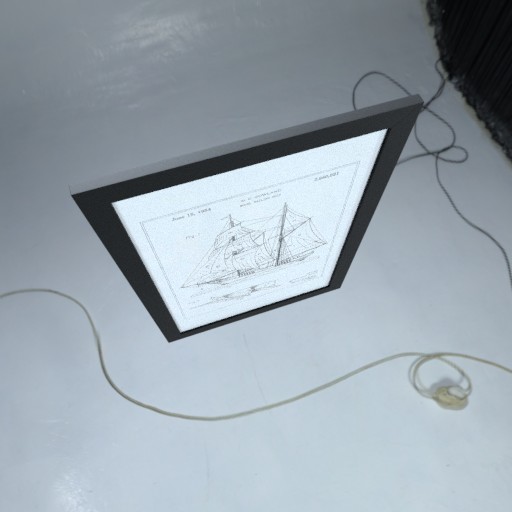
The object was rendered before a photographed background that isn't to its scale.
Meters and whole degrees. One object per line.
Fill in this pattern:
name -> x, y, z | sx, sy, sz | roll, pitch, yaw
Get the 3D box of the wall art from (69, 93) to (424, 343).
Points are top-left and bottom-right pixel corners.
wall art -> 0.000, 0.000, 0.597 | 0.326, 0.459, 0.011 | -17, 65, -8
